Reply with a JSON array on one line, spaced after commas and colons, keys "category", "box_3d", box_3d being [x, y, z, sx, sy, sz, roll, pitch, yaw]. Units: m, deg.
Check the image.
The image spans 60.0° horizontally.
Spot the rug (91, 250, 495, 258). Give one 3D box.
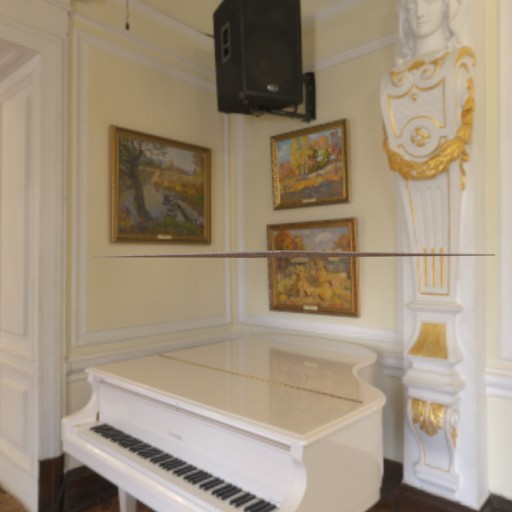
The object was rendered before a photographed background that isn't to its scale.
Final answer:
[{"category": "rug", "box_3d": [0.000, 0.000, 2.994, 1.515, 0.007, 2.427, 0, -1, -35]}]
